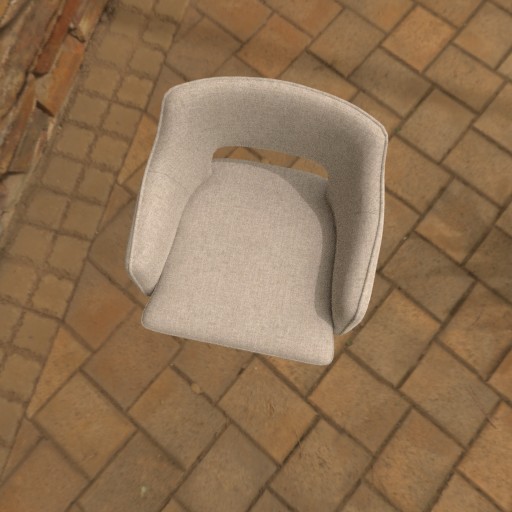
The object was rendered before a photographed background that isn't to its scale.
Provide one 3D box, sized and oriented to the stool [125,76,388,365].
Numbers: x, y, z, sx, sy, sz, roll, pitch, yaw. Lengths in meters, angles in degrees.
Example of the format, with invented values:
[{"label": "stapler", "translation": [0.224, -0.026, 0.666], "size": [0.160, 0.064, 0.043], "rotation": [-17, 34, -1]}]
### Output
[{"label": "stool", "translation": [0.000, 0.000, 1.317], "size": [0.599, 0.944, 0.558], "rotation": [11, 76, 3]}]
